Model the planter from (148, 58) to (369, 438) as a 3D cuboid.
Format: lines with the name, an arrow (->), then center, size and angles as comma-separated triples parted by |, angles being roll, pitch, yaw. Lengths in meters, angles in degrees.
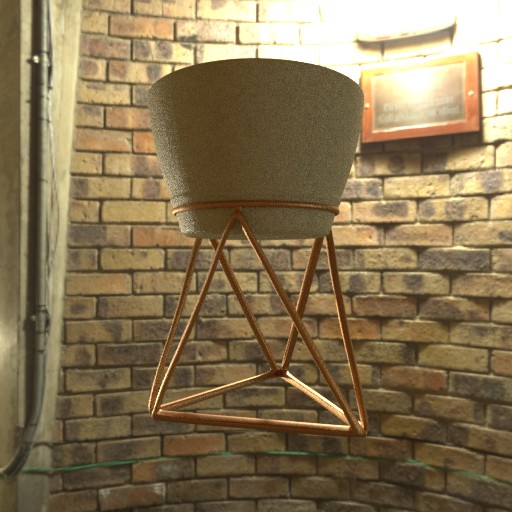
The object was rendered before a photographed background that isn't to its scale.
planter -> 0.000, 0.000, 0.737 | 0.350, 0.504, 0.350 | 0, 0, -18
